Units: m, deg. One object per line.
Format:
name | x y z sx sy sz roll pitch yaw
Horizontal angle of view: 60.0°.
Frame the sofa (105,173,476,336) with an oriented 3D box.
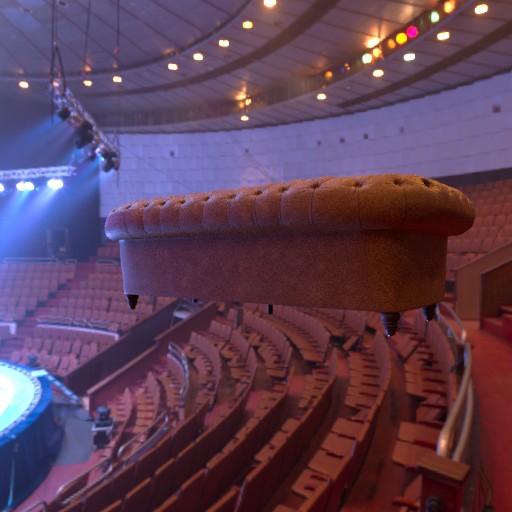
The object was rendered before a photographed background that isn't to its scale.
sofa | 0.000 0.000 2.795 2.365 0.760 0.989 0 -1 36
